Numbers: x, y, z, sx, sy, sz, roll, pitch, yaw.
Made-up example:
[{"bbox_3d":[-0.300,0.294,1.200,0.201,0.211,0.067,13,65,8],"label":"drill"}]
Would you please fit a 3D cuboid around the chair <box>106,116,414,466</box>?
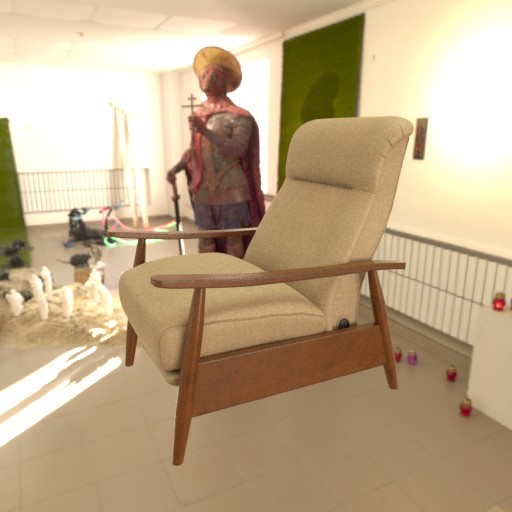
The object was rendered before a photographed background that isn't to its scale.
[{"bbox_3d":[0.000,0.000,1.793,1.030,1.082,0.762,-8,18,-27],"label":"chair"}]
